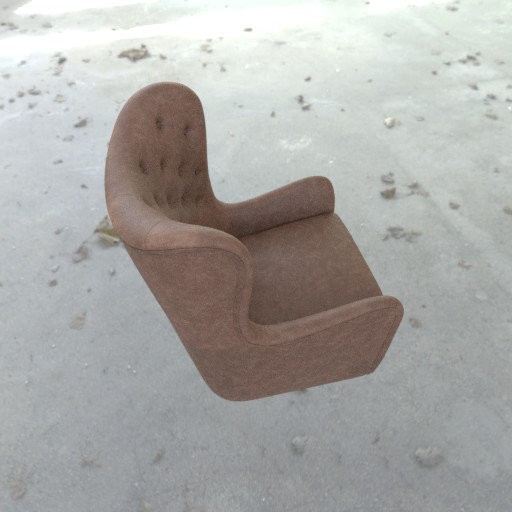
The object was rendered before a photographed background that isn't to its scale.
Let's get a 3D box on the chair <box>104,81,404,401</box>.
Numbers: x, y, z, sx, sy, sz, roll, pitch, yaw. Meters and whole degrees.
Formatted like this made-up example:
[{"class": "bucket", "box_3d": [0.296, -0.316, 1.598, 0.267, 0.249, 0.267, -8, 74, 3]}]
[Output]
[{"class": "chair", "box_3d": [0.000, 0.000, 1.711, 0.930, 1.079, 0.831, -10, 48, -9]}]
